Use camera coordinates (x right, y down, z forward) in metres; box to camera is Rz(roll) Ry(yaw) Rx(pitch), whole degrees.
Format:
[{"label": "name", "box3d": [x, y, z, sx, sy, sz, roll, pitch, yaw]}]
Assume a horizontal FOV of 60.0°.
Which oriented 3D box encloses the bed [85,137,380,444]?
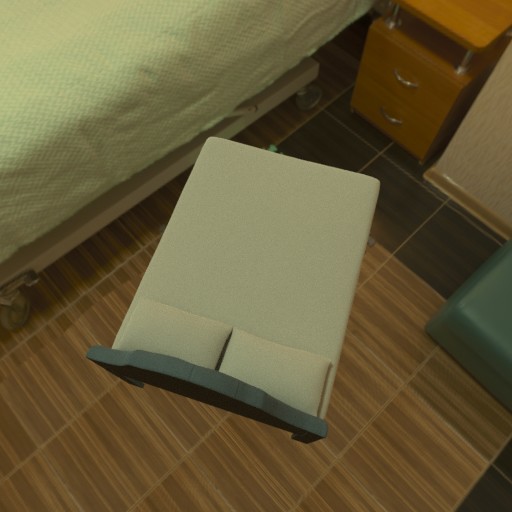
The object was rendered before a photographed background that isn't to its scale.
[{"label": "bed", "box3d": [0.000, 0.000, 3.274, 1.636, 1.575, 2.155, 16, 66, 7]}]
